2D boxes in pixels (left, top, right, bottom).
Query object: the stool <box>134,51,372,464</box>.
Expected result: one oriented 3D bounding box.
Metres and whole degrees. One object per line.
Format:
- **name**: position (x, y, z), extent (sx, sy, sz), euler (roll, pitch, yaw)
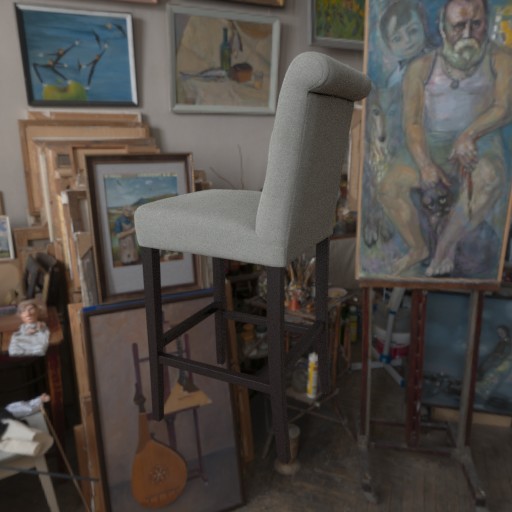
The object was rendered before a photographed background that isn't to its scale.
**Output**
- **stool**: position (0.000, 0.000, 1.452), extent (0.601, 1.140, 0.493), euler (8, 17, 25)
